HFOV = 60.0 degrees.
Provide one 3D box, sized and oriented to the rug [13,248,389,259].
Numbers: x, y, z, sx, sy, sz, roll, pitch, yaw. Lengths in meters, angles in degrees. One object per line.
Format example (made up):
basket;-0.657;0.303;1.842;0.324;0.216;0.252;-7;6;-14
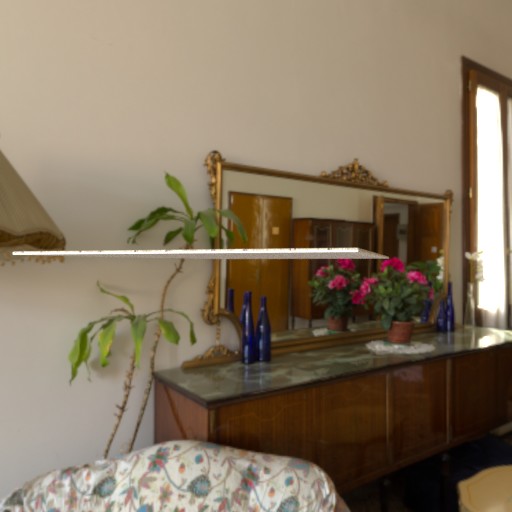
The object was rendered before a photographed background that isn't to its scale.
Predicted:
rug;0.000;0.000;2.814;1.521;0.015;2.280;0;-1;19
